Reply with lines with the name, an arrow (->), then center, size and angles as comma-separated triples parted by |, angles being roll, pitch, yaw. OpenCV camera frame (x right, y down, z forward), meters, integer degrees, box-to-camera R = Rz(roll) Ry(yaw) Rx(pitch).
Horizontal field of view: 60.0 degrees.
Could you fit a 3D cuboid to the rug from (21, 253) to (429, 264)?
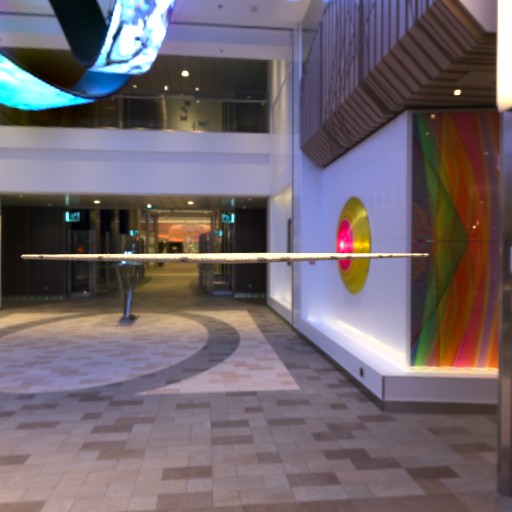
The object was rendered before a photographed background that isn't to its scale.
rug -> 0.000, 0.000, 3.399 | 1.801, 0.026, 2.701 | 1, 1, 38
